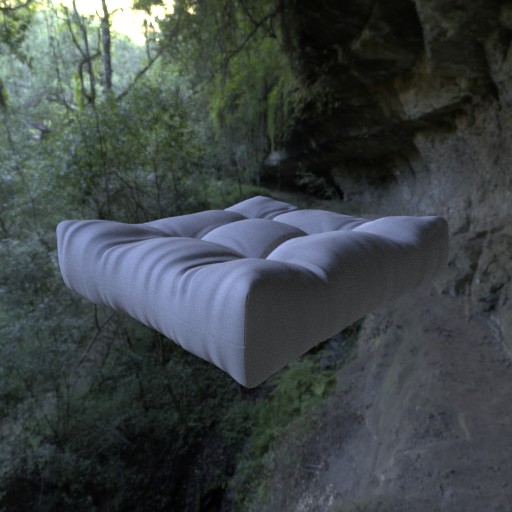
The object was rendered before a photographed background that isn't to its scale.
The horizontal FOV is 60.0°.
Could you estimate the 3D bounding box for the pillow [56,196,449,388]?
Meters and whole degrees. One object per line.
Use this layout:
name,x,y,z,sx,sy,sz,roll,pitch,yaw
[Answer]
pillow,0.000,0.000,0.734,0.468,0.128,0.490,14,21,42
